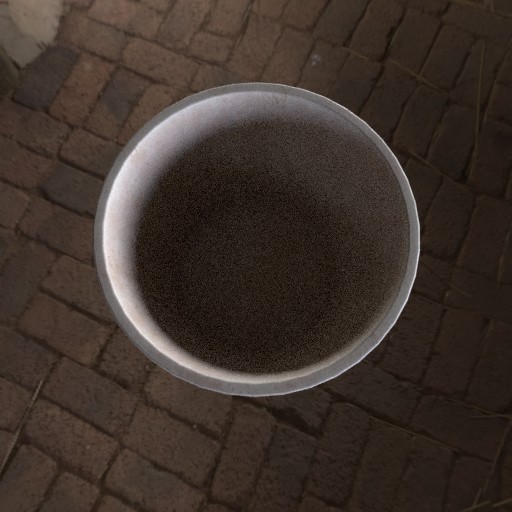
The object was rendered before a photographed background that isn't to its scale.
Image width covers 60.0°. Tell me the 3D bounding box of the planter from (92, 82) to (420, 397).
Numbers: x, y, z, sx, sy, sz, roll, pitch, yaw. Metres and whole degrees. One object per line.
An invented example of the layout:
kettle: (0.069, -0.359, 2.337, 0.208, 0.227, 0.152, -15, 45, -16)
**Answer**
planter: (0.000, 0.000, 0.283, 0.164, 0.127, 0.164, 0, 76, 0)
